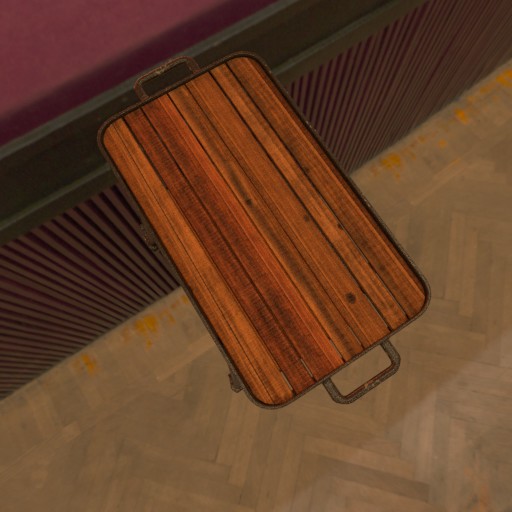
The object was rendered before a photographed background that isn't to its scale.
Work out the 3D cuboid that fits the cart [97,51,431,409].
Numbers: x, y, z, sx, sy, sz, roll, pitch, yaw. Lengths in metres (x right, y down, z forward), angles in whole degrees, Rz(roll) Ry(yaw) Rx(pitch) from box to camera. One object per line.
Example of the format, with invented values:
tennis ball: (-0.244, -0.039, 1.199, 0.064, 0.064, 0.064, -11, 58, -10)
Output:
cart: (0.000, 0.000, 1.228, 0.515, 0.700, 0.806, -31, 77, -8)
